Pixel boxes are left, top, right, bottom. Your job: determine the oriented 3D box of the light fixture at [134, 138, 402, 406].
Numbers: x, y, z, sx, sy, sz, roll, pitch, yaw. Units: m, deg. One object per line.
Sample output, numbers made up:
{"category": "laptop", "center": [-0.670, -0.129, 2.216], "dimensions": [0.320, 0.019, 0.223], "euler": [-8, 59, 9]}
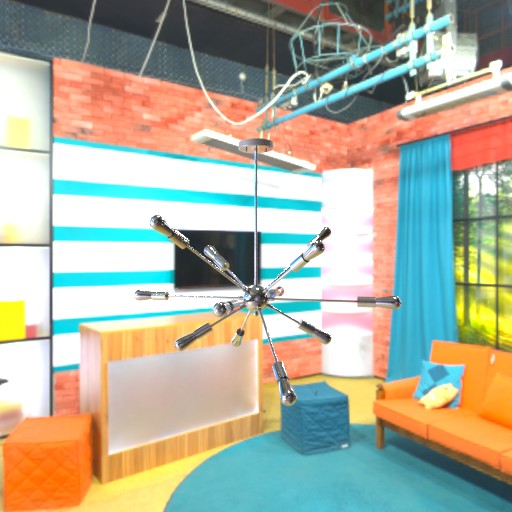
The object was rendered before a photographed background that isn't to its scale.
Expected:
{"category": "light fixture", "center": [0.000, 0.000, 1.095], "dimensions": [0.684, 0.558, 0.509], "euler": [0, 0, 17]}
